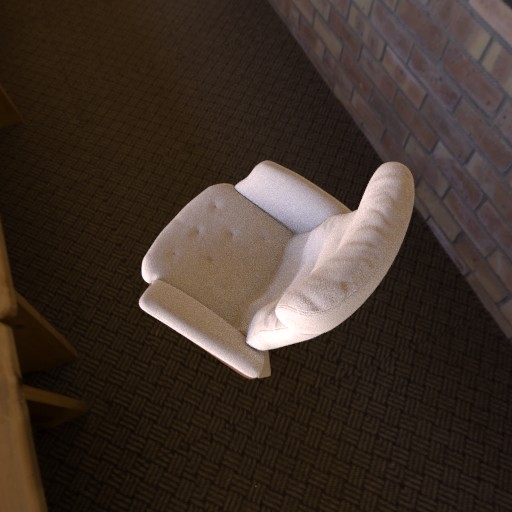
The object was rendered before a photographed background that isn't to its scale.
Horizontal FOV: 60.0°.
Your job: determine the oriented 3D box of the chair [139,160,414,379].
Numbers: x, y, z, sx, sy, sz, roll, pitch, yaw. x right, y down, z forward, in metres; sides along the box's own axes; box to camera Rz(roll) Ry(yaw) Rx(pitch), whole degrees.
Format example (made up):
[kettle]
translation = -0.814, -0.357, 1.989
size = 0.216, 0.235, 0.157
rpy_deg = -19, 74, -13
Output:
[chair]
translation = 0.000, 0.000, 1.599
size = 0.837, 0.995, 0.785
rpy_deg = 32, 67, 15
